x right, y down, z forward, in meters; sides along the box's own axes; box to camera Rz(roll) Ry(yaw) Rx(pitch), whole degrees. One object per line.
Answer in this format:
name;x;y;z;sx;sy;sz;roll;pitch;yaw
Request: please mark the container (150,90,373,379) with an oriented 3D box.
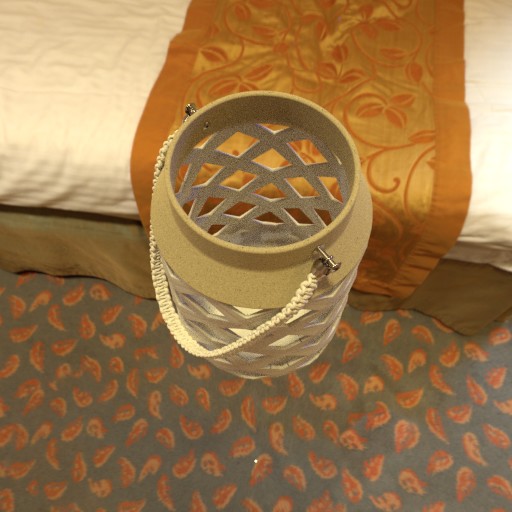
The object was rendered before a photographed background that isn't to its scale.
container;0.000;0.000;0.399;0.198;0.264;0.188;-35;70;-15
